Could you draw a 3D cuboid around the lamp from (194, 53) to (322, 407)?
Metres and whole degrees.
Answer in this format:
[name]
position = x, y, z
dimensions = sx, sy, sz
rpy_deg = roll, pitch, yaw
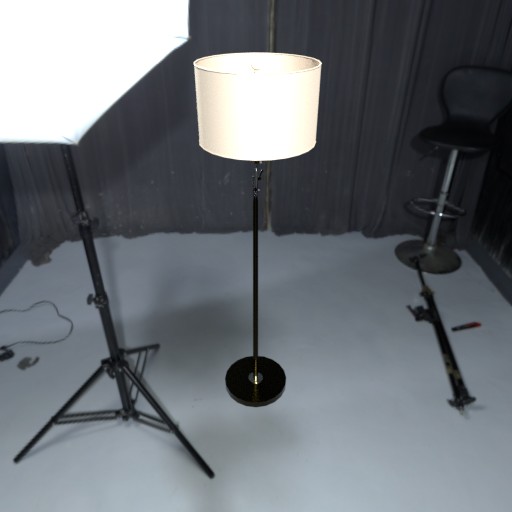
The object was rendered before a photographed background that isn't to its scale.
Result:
[lamp]
position = 0.000, 0.000, 1.919
dimensions = 0.373, 1.635, 0.809
rpy_deg = -1, 32, -1
